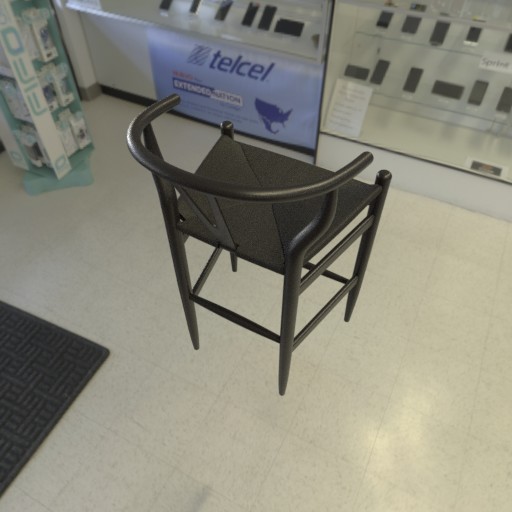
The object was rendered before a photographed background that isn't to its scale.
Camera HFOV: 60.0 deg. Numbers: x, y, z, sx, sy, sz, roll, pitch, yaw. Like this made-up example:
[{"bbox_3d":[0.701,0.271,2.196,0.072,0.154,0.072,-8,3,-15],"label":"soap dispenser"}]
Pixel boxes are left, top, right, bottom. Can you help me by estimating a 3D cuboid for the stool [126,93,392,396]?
[{"bbox_3d":[0.000,0.000,1.345,0.569,0.970,0.579,23,51,20],"label":"stool"}]
